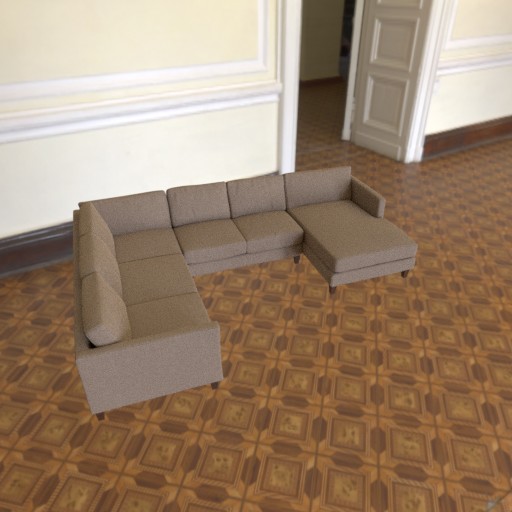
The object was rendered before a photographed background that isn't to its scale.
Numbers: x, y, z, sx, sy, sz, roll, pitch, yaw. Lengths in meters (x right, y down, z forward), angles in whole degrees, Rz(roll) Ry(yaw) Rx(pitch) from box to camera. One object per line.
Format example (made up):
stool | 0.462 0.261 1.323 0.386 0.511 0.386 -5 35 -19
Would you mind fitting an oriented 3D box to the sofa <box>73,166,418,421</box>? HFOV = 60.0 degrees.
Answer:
sofa | 0.000 0.000 4.533 3.438 0.865 2.424 -11 33 -17
